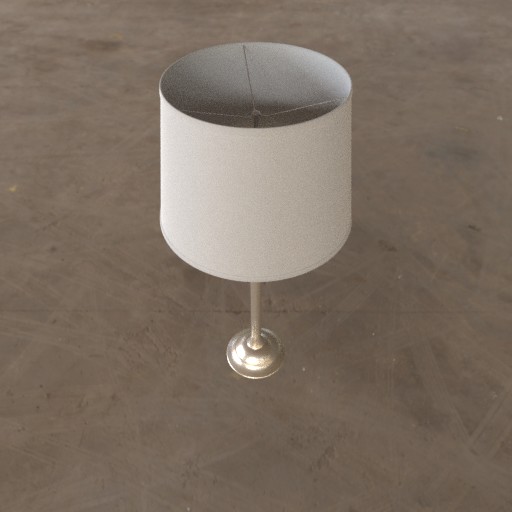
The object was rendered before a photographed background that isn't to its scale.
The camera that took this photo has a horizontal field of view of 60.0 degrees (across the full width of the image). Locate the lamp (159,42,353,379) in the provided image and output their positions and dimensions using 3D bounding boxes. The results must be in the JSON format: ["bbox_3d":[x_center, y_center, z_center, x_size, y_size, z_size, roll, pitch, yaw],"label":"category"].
[{"bbox_3d":[0.000,0.000,0.857,0.331,0.698,0.331,0,46,0],"label":"lamp"}]
